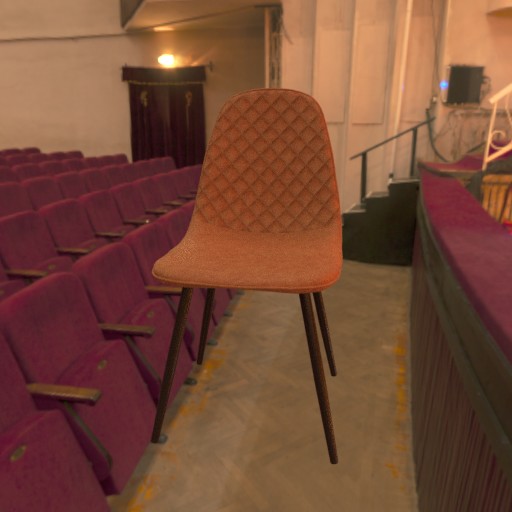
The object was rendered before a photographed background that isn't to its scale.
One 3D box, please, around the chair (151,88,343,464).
[{"bbox_3d":[0.000,0.000,1.185,0.472,0.889,0.561,3,16,9],"label":"chair"}]
